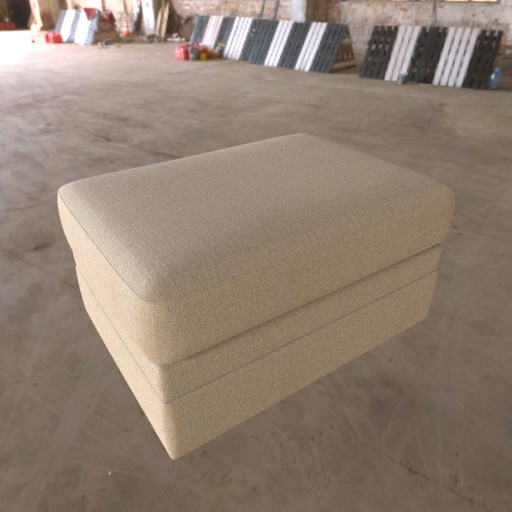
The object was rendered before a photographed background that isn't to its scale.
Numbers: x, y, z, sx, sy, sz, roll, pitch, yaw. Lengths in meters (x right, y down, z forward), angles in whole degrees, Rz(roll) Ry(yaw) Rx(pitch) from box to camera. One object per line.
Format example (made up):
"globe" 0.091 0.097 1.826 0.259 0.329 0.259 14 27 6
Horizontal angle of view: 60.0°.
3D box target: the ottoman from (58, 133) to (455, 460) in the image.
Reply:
"ottoman" 0.000 0.000 1.237 0.885 0.478 0.637 -20 37 -29
